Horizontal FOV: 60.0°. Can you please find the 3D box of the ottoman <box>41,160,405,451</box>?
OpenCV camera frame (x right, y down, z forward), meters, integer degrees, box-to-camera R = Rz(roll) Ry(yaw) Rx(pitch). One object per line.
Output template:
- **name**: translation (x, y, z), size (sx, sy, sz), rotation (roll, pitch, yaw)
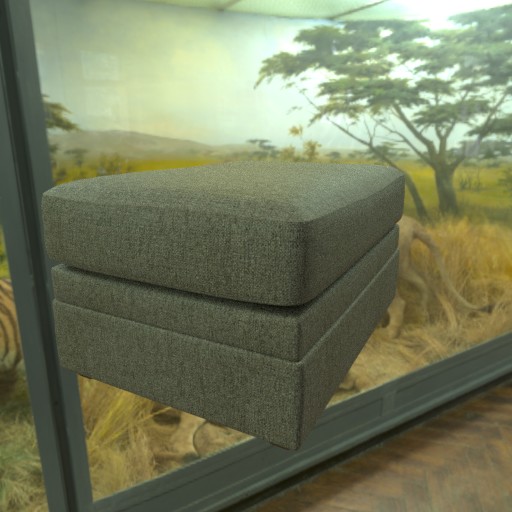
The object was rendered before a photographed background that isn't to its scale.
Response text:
- **ottoman**: translation (0.000, 0.000, 1.209), size (0.637, 0.478, 0.885), rotation (8, 18, 27)
